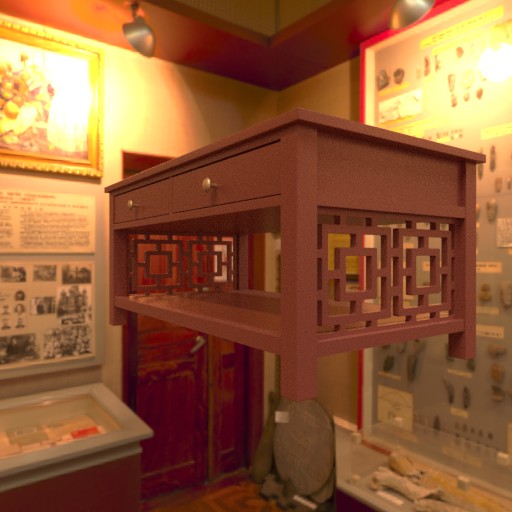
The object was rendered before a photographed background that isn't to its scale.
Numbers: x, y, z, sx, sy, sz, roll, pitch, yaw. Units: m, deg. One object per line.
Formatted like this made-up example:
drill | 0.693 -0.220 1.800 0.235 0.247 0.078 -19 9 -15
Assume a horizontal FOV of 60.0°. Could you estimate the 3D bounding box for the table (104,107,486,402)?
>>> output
table | 0.000 0.000 1.334 0.612 0.493 1.068 0 0 -35
